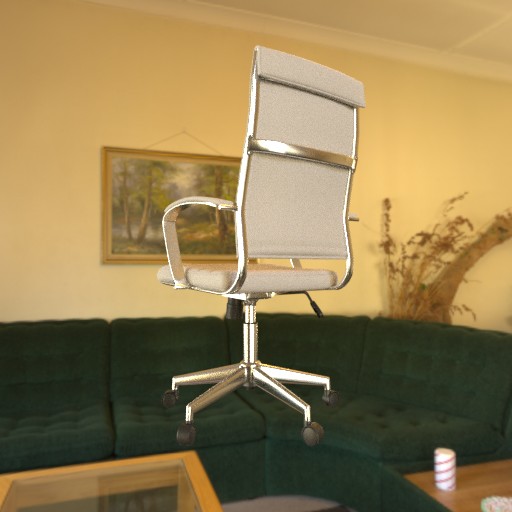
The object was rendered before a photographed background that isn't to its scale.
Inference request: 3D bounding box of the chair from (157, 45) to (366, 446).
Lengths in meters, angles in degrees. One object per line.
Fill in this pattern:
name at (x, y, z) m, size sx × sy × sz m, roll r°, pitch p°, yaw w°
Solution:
chair at (0.000, 0.000, 1.582) m, size 0.679 × 1.149 × 0.667 m, roll 1°, pitch -2°, yaw -36°
